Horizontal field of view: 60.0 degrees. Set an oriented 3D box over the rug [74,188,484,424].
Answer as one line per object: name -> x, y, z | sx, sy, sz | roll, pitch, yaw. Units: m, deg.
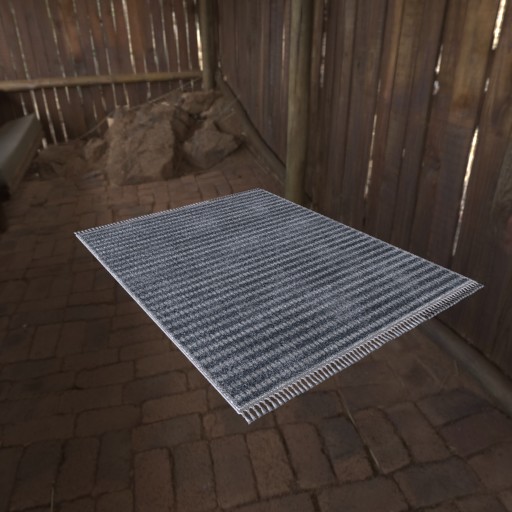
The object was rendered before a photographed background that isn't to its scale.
rug -> 0.000, 0.000, 3.860 | 2.256, 0.013, 2.910 | -19, 33, -32
